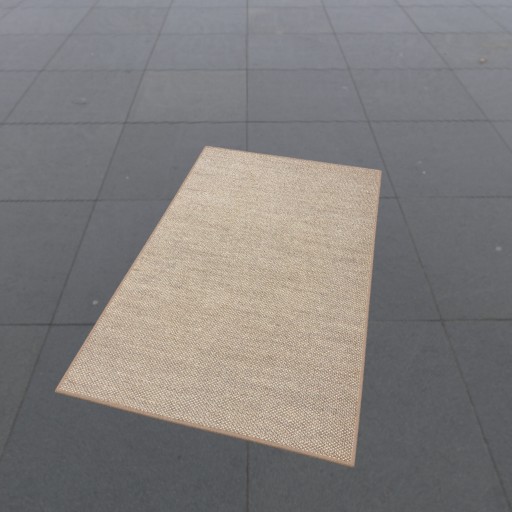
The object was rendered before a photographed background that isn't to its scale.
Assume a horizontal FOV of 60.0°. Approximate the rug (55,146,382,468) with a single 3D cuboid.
[{"bbox_3d":[0.000,0.000,2.047,1.061,0.012,1.668,10,46,10],"label":"rug"}]
